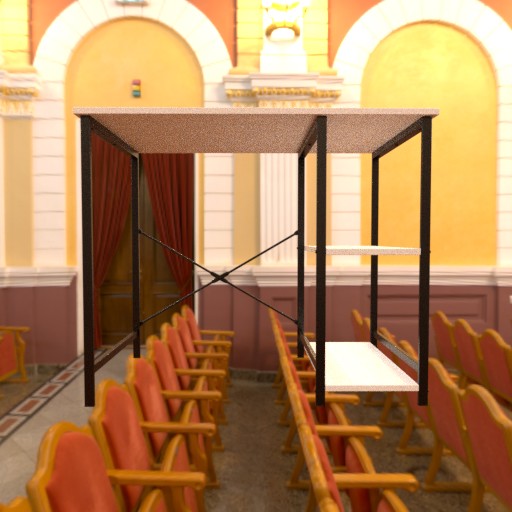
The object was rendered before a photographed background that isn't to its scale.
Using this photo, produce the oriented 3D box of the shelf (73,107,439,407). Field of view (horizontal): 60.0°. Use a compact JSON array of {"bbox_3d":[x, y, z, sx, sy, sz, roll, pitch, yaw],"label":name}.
[{"bbox_3d":[0.000,0.000,1.353,0.902,0.750,0.498,0,2,0],"label":"shelf"}]
